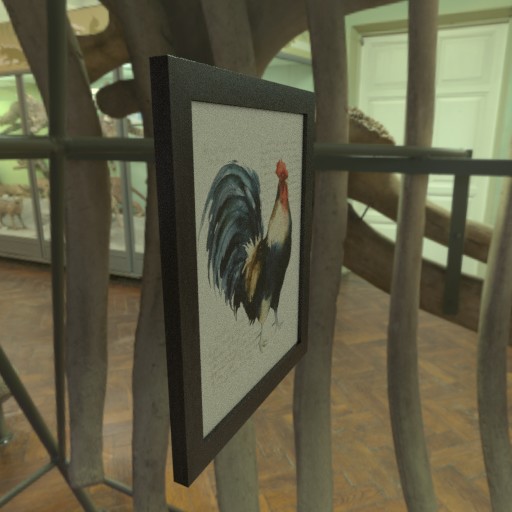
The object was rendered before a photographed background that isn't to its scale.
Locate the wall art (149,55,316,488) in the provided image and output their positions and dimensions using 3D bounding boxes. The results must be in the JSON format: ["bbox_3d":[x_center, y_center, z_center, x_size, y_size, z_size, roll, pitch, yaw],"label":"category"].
[{"bbox_3d":[0.000,0.000,0.780,0.027,0.580,0.479,8,17,26],"label":"wall art"}]
